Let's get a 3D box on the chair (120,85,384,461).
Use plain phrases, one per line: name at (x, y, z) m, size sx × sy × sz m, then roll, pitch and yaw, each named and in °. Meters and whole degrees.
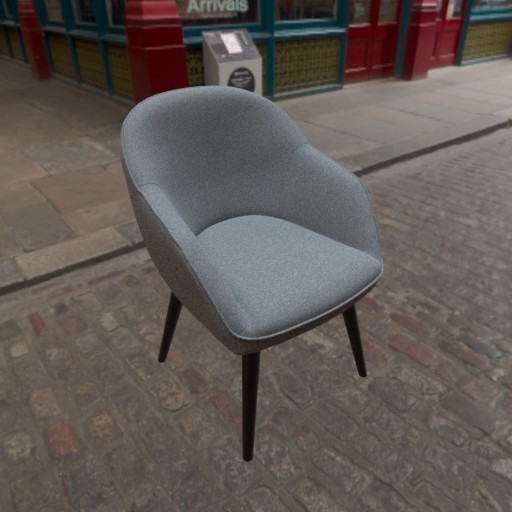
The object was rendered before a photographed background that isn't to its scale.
chair at (0.000, 0.000, 1.235) m, size 0.589 × 0.810 × 0.611 m, roll -22°, pitch 37°, yaw -33°
